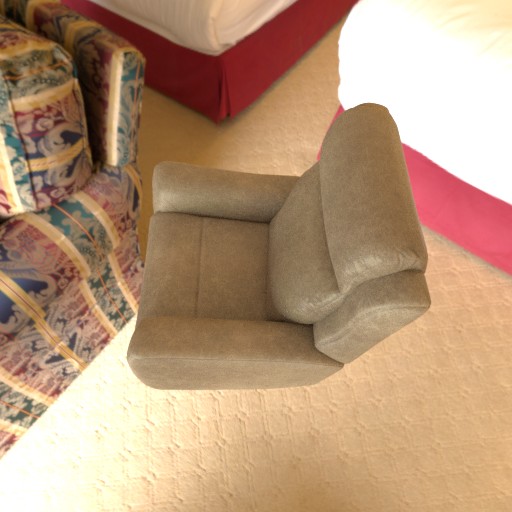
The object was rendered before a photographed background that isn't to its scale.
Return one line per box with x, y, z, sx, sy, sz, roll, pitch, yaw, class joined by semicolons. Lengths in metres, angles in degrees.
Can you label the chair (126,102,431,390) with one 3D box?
0.000;0.000;1.911;1.068;1.116;0.965;0;60;0;chair
